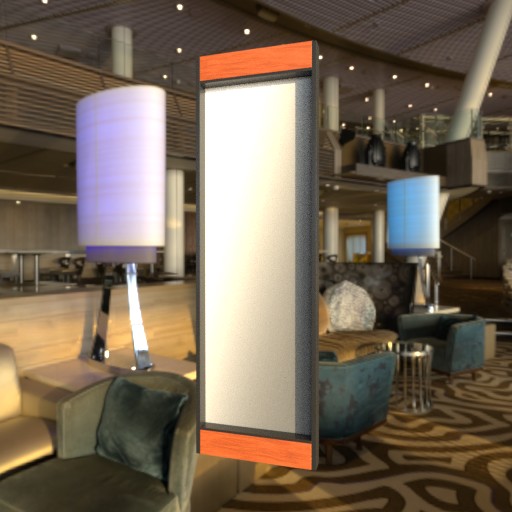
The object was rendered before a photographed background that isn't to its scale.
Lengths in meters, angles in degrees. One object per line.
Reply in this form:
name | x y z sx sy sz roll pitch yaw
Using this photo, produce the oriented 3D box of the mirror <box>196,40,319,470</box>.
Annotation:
mirror | 0.000 0.000 1.228 0.343 1.123 0.047 0 0 17
